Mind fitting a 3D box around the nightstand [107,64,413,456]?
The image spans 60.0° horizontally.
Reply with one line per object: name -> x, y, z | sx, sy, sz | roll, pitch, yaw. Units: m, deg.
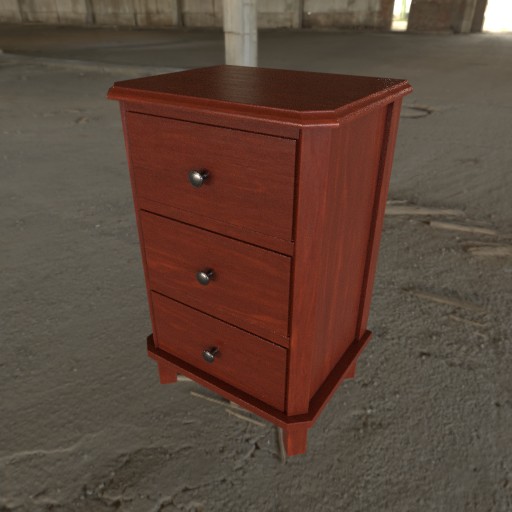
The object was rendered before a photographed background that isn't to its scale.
nightstand -> 0.000, 0.000, 0.924 | 0.435, 0.681, 0.351 | 18, 34, 29
